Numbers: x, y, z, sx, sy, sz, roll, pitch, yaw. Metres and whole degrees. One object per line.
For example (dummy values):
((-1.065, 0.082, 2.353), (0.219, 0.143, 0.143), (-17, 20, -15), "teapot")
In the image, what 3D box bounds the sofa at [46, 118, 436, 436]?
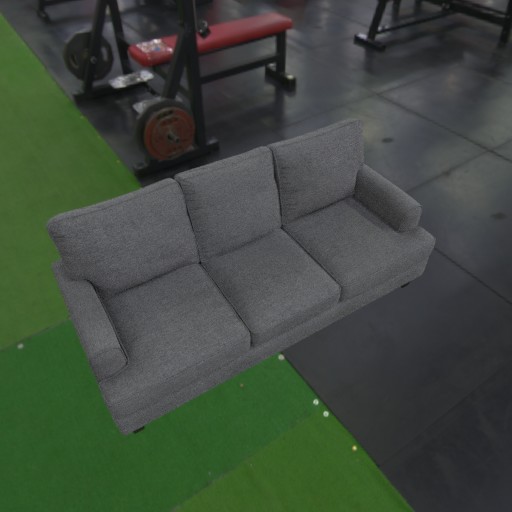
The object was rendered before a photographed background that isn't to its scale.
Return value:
((0.000, 0.000, 2.664), (2.158, 0.965, 0.951), (-24, 50, -22), "sofa")
